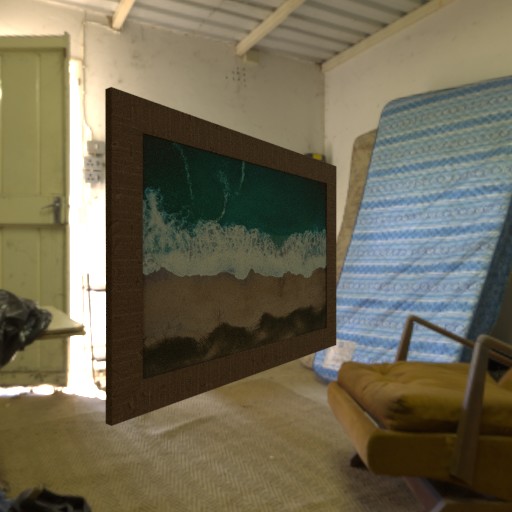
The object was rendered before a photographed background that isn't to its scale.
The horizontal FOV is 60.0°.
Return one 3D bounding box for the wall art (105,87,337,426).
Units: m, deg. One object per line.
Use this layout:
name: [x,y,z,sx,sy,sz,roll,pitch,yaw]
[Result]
wall art: [0.000,0.000,1.192,0.019,0.626,0.917,0,0,37]
